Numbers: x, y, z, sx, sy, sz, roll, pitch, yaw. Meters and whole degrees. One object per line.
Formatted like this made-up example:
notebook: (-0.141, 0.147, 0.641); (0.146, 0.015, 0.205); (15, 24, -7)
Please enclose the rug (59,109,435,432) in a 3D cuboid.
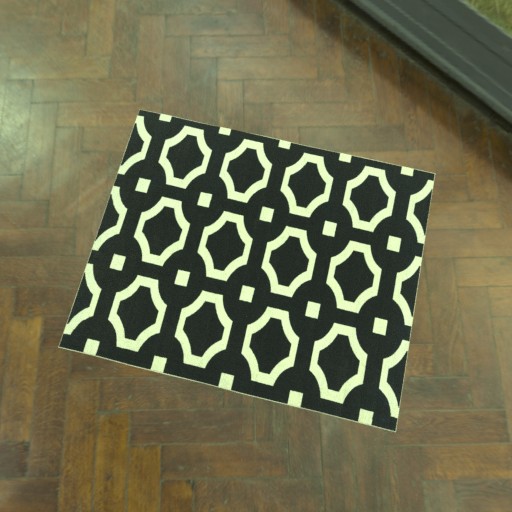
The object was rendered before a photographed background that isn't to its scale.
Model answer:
rug: (0.000, 0.000, 4.166); (3.049, 0.021, 2.466); (13, 76, 3)
